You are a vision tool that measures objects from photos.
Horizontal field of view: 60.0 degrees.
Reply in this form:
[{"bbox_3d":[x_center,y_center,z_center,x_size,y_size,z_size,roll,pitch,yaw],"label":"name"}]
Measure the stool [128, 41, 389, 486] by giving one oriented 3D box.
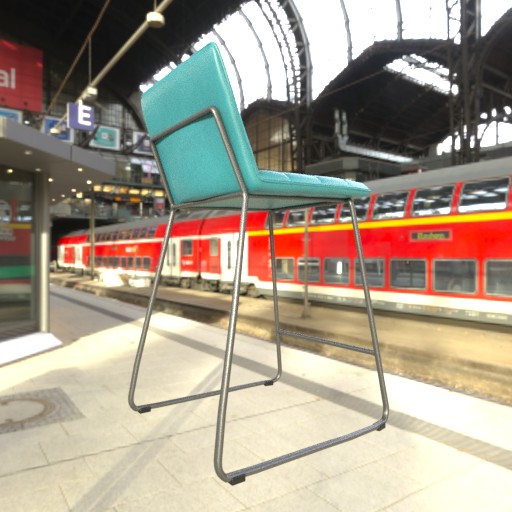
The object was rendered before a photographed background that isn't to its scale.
[{"bbox_3d":[0.000,0.000,1.167,0.524,0.866,0.489,0,0,-36],"label":"stool"}]
